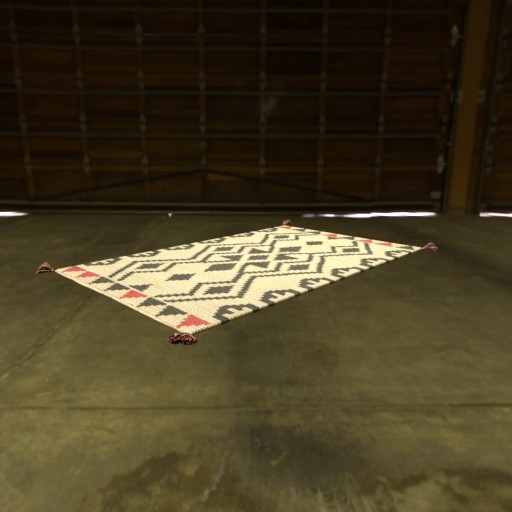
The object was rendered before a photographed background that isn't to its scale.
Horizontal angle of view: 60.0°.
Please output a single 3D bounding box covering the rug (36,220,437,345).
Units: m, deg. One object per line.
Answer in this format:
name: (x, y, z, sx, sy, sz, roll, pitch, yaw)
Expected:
rug: (0.000, 0.000, 3.383, 1.741, 0.066, 2.672, 13, 19, 43)
